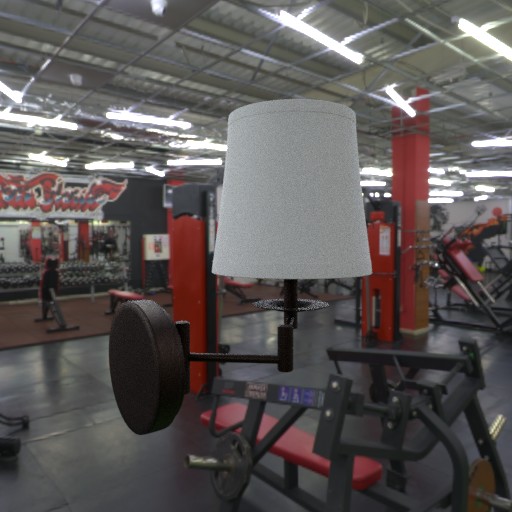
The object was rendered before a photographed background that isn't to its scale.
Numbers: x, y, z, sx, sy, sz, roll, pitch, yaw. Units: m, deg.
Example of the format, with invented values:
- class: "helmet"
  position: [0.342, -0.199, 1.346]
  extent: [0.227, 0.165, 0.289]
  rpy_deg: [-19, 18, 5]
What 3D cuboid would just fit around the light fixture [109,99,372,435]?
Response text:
- class: "light fixture"
  position: [0.000, 0.000, 0.265]
  extent: [0.157, 0.172, 0.100]
  rpy_deg: [-2, 3, -37]
